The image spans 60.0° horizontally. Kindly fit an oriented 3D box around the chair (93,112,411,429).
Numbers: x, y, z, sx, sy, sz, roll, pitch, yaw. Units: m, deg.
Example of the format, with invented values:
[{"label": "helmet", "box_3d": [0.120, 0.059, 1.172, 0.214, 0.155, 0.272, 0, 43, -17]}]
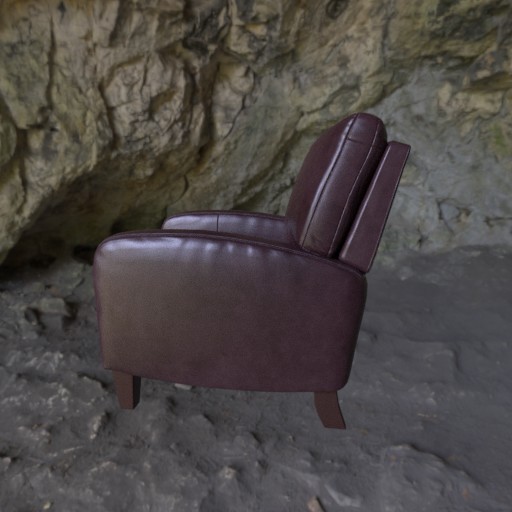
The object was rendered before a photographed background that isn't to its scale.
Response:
[{"label": "chair", "box_3d": [0.000, 0.000, 1.701, 0.990, 0.990, 0.762, 2, 12, 9]}]
